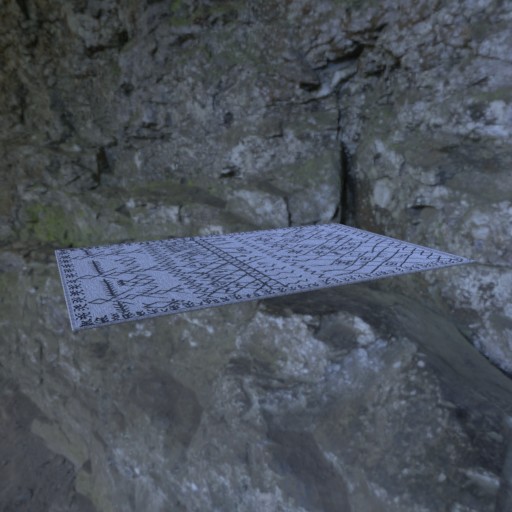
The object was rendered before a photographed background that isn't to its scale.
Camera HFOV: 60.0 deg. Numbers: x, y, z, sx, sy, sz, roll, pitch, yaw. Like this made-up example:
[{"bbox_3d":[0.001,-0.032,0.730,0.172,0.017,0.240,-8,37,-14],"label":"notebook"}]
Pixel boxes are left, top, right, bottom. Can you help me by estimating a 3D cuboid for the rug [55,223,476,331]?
[{"bbox_3d":[0.000,0.000,3.019,2.444,0.012,1.526,-7,16,-25],"label":"rug"}]
